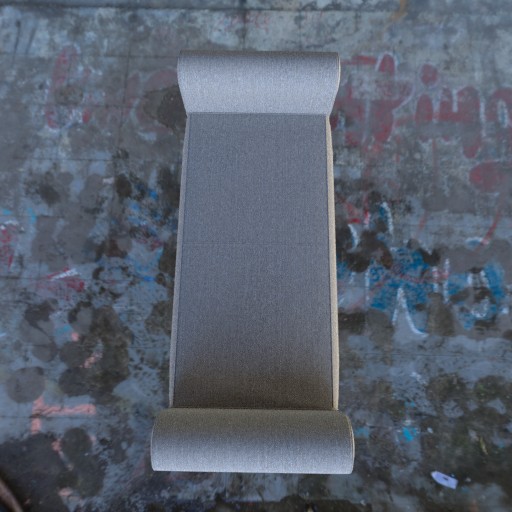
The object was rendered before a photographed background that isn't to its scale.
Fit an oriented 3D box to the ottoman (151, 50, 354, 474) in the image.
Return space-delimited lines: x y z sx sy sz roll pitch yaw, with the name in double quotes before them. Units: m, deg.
"ottoman" 0.000 0.000 1.498 0.521 0.547 1.256 1 75 0
